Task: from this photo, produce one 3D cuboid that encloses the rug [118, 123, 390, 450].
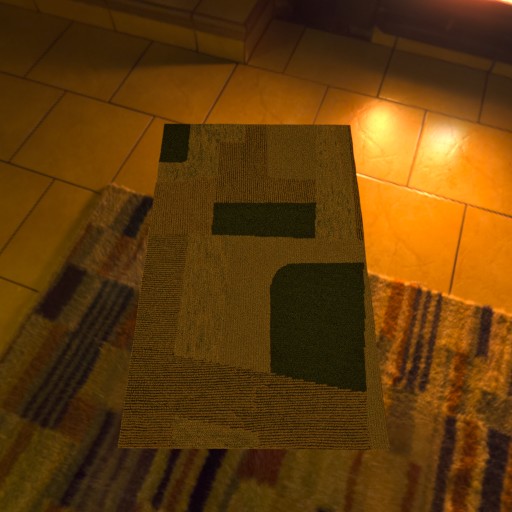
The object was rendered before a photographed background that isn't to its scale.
[{"bbox_3d":[0.000,0.000,3.039,1.521,0.015,2.436,0,62,0],"label":"rug"}]
